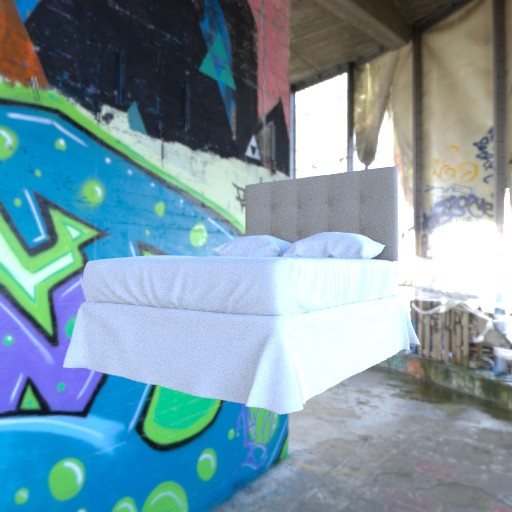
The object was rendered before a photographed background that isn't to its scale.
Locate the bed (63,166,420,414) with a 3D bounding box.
[{"bbox_3d":[0.000,0.000,3.481,1.936,1.577,2.222,-1,-1,35],"label":"bed"}]
